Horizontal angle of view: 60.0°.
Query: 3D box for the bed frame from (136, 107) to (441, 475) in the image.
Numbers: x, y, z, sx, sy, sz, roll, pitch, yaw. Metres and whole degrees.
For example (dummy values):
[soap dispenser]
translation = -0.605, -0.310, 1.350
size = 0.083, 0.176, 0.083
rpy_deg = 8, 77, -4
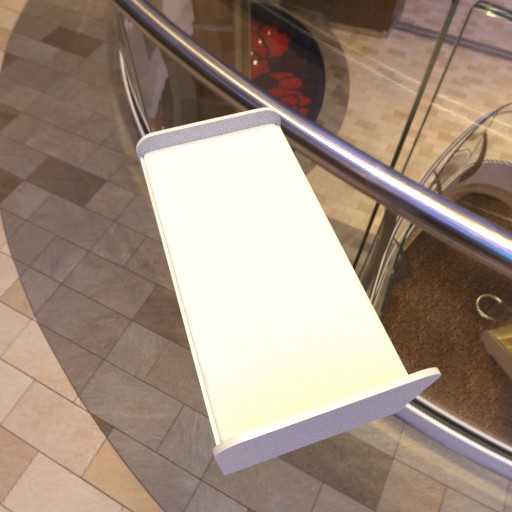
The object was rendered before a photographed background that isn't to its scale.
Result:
[bed frame]
translation = 0.000, 0.000, 2.525
size = 0.998, 0.805, 1.963
rpy_deg = -16, 60, -10
